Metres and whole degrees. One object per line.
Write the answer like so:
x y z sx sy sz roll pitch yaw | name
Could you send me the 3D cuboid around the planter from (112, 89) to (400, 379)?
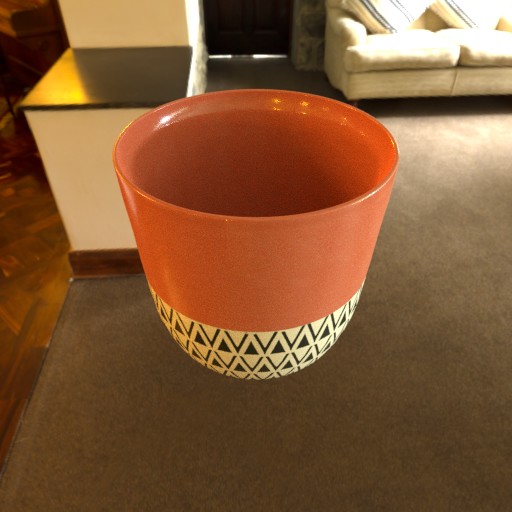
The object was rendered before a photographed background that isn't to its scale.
0.000 0.000 0.378 0.195 0.214 0.195 0 40 0 | planter
